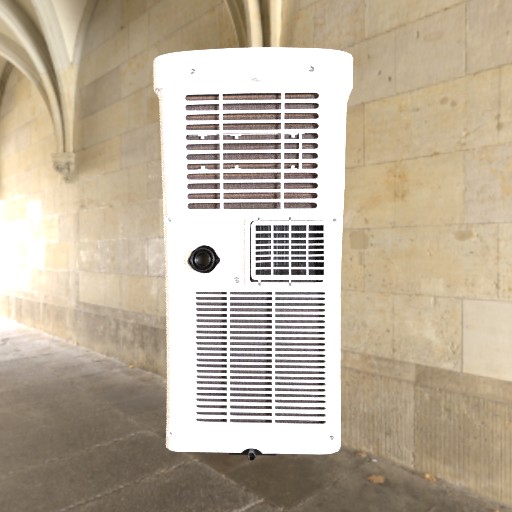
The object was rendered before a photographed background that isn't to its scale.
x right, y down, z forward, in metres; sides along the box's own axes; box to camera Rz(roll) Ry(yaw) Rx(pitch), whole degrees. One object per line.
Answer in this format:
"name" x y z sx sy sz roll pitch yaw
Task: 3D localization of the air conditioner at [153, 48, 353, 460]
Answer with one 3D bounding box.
"air conditioner" 0.000 0.000 0.932 0.352 0.716 0.369 0 0 3
